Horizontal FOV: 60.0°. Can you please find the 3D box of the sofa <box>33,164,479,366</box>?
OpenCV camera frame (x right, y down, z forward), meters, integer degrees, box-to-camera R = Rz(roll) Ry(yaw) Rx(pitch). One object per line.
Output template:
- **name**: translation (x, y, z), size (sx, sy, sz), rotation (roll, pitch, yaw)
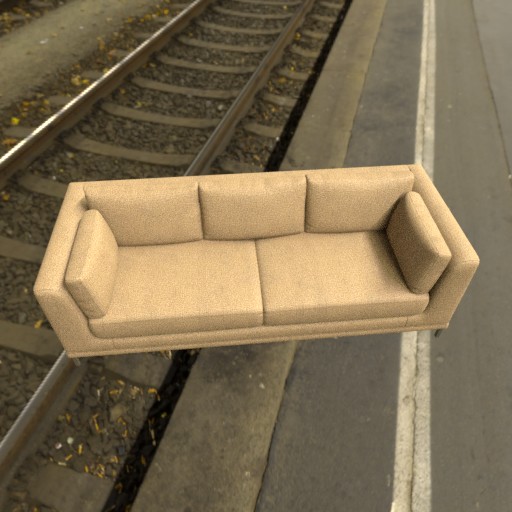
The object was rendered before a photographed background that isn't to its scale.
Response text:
- **sofa**: translation (0.000, 0.000, 2.908), size (2.415, 0.867, 0.969), rotation (-4, 45, -4)
